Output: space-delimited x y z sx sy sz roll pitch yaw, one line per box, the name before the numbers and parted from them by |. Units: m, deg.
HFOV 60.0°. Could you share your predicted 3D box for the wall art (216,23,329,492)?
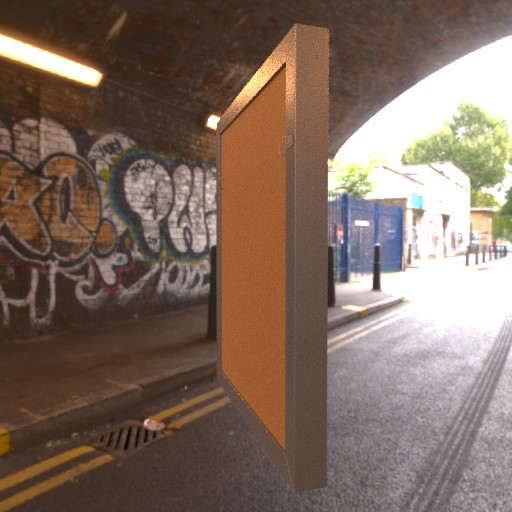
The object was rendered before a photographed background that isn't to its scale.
wall art | 0.000 0.000 0.509 0.030 0.379 0.308 -1 2 -17
